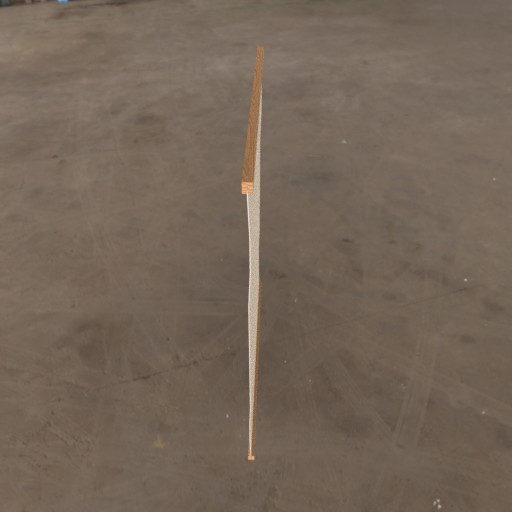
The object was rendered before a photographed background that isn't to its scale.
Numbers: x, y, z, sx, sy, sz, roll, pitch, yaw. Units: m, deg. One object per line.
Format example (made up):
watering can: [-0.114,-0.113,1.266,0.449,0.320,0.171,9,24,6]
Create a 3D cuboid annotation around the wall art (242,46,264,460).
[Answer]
wall art: [0.000,0.000,0.695,0.010,0.507,0.404,1,40,2]
